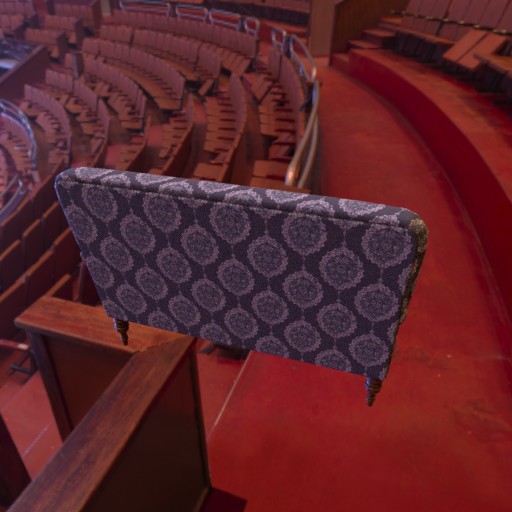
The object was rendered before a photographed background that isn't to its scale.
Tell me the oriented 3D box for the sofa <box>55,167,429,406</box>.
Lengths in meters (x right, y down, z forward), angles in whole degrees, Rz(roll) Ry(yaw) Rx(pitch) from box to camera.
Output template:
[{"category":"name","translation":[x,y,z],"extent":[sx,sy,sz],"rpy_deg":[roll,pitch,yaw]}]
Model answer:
[{"category":"sofa","translation":[0.000,0.000,1.823],"extent":[1.297,0.867,0.779],"rpy_deg":[10,32,16]}]
